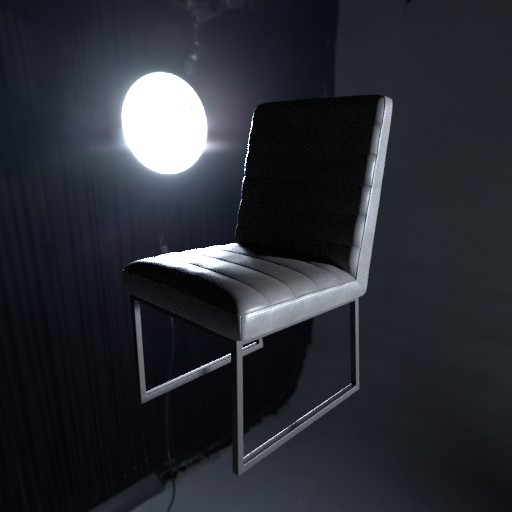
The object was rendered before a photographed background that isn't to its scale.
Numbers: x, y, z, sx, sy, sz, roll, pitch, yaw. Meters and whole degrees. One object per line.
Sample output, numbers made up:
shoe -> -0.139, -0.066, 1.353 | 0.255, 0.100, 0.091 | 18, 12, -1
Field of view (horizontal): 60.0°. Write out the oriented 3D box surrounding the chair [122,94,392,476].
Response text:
chair -> 0.000, 0.000, 1.339 | 0.520, 0.930, 0.634 | 14, 20, 43
